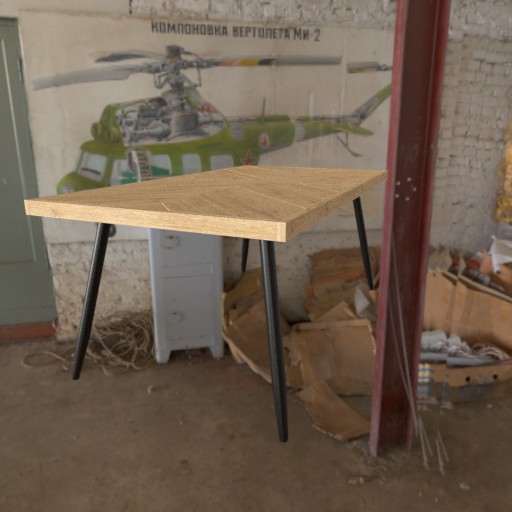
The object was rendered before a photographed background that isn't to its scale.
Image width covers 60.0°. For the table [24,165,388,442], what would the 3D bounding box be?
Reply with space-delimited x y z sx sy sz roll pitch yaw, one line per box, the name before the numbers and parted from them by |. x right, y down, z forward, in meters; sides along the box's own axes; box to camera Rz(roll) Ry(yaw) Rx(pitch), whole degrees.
table | 0.000 0.000 2.271 0.991 0.762 1.803 7 17 23
